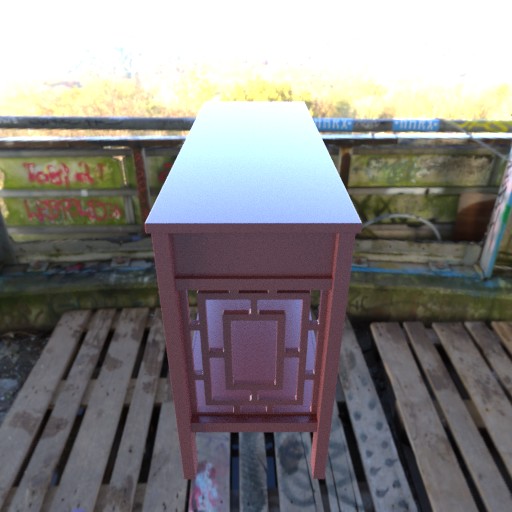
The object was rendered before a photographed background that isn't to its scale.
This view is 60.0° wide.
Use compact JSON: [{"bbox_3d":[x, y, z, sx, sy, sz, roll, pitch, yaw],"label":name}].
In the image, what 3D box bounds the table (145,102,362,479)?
[{"bbox_3d":[0.000,0.000,1.434,0.397,0.753,1.068,0,30,0],"label":"table"}]
